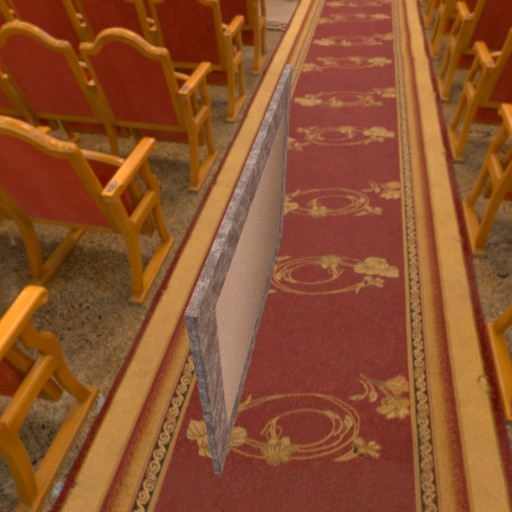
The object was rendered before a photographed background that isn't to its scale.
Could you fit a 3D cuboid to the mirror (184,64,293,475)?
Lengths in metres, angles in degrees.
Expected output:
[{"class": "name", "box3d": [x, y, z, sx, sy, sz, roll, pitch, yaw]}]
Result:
[{"class": "mirror", "box3d": [0.000, 0.000, 1.438, 0.022, 0.795, 1.101, 9, 46, 8]}]
